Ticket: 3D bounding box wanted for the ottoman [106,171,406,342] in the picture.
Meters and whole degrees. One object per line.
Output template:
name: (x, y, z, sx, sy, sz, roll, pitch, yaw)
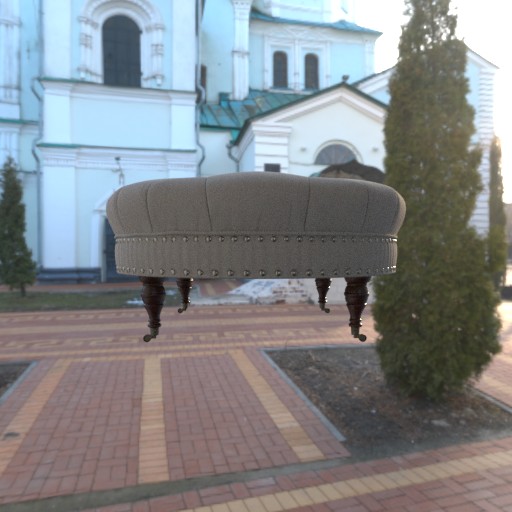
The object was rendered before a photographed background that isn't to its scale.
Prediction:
ottoman: (0.000, 0.000, 1.405, 0.901, 0.439, 0.901, 0, 1, 0)
